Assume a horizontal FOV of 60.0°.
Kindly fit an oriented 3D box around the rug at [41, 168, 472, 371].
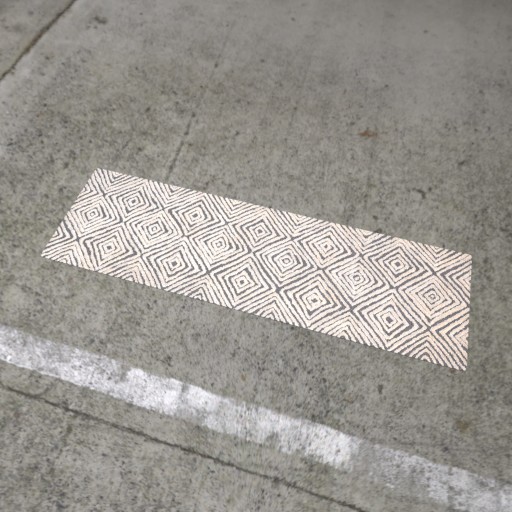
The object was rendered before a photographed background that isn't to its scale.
[{"bbox_3d":[0.000,0.000,2.439,2.277,0.008,0.676,14,60,8],"label":"rug"}]
